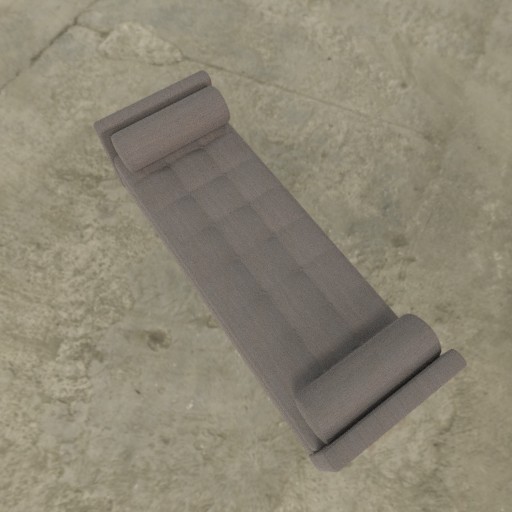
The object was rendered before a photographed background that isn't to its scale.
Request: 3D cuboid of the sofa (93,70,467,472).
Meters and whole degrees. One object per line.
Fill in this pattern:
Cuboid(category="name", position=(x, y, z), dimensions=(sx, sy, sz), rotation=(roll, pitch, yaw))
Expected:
Cuboid(category="sofa", position=(0.000, 0.000, 2.287), dimensions=(0.686, 0.635, 1.981), rotation=(-32, 69, -14))
